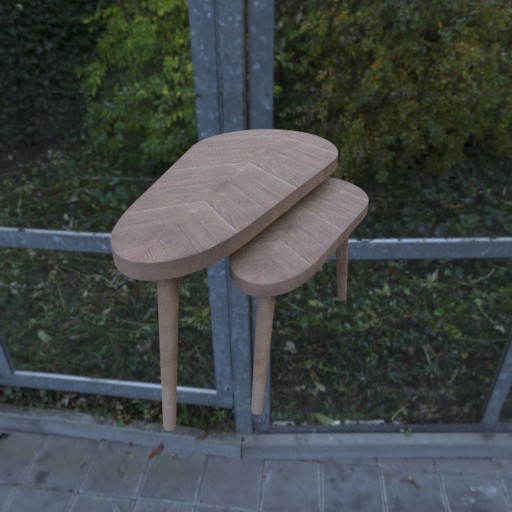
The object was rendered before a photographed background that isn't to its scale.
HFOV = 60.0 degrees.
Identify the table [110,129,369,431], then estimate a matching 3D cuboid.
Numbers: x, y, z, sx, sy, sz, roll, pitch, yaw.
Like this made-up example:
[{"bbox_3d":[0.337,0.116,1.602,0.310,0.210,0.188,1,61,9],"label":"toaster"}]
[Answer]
[{"bbox_3d":[0.000,0.000,1.581,0.701,0.595,1.190,10,32,17],"label":"table"}]
